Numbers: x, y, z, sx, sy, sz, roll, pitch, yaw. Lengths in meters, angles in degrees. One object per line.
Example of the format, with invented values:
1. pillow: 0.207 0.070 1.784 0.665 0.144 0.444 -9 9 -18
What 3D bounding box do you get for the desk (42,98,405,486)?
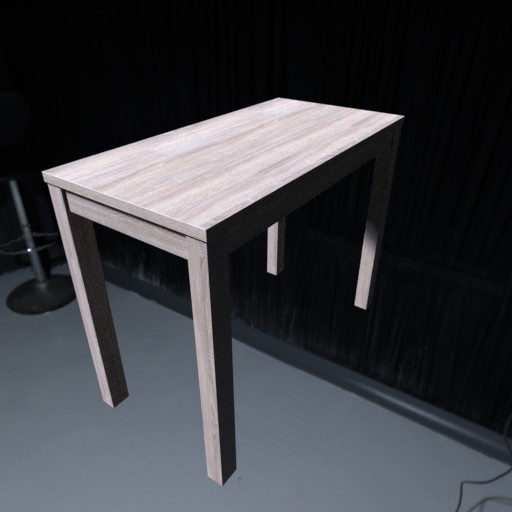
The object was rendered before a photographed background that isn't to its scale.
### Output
1. desk: 0.000 0.000 1.431 0.495 0.762 0.991 20 36 30
